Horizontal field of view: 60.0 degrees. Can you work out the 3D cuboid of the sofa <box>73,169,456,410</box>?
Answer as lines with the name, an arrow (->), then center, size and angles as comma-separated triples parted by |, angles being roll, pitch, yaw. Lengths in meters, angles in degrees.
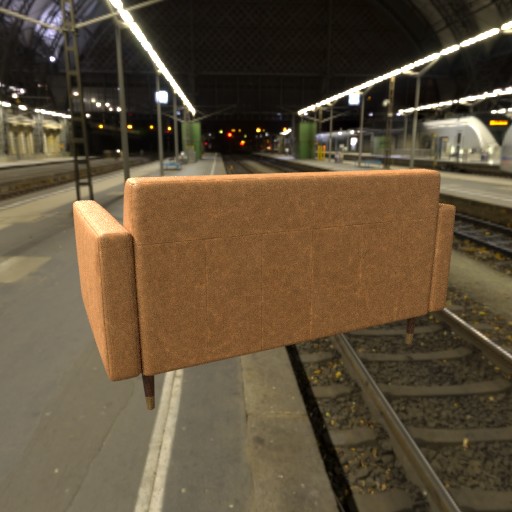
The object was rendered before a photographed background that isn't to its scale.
sofa -> 0.000, 0.000, 2.107 | 1.549, 0.820, 0.960 | -7, 15, -25
